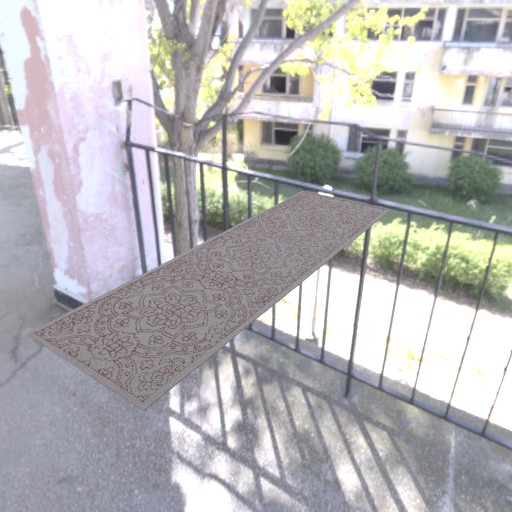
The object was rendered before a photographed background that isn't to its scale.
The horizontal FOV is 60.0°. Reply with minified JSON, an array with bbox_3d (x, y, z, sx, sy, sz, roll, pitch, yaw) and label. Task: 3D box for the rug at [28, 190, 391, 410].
[{"bbox_3d":[0.000,0.000,2.667,0.769,0.012,2.448,18,32,31],"label":"rug"}]
